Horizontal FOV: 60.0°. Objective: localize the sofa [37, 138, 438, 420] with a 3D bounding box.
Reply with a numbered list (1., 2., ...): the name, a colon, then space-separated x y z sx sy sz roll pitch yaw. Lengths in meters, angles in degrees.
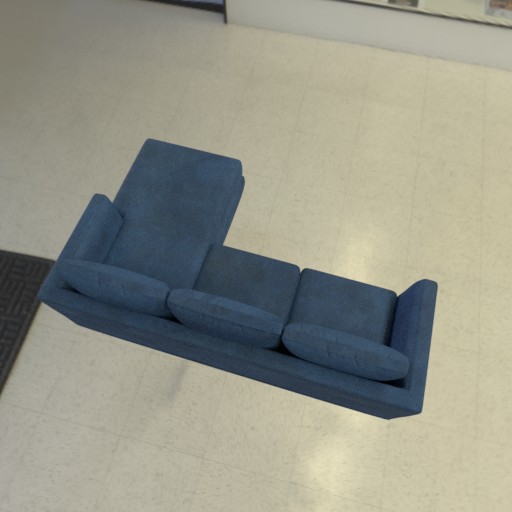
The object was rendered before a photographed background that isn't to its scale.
1. sofa: 0.000 0.000 3.219 2.438 0.987 1.622 15 64 8
